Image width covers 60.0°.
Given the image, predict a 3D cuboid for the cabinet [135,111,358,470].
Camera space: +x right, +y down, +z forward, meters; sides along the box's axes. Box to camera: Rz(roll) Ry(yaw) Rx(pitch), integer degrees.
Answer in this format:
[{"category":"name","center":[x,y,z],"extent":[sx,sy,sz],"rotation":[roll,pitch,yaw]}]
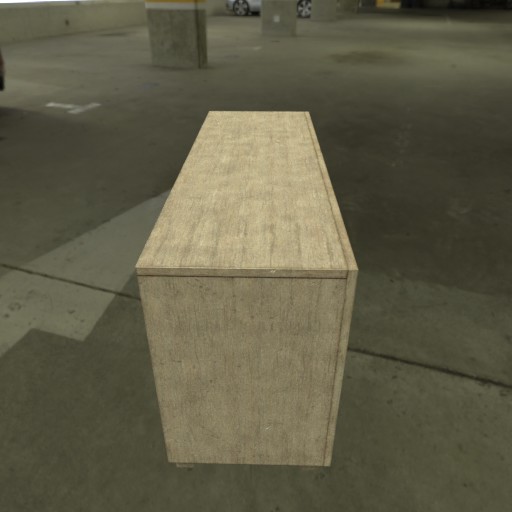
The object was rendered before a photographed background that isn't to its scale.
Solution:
[{"category":"cabinet","center":[0.000,0.000,1.835],"extent":[0.511,0.825,1.460],"rotation":[1,31,1]}]
